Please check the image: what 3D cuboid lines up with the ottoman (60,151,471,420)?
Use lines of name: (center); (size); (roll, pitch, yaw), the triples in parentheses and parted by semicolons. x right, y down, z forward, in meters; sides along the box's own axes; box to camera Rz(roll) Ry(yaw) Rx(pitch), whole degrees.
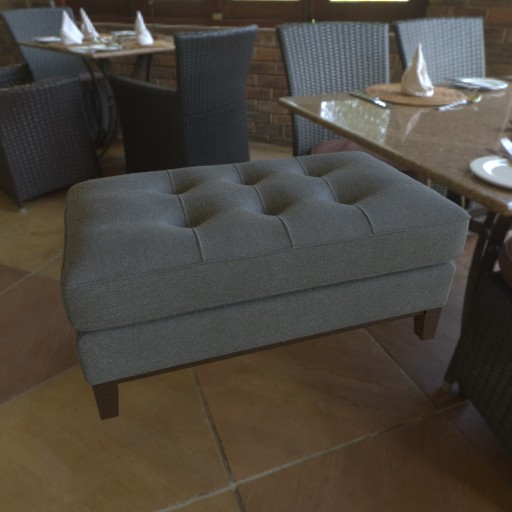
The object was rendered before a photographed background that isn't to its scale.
ottoman: (0.000, 0.000, 1.480); (1.143, 0.514, 0.648); (-10, 32, -15)
